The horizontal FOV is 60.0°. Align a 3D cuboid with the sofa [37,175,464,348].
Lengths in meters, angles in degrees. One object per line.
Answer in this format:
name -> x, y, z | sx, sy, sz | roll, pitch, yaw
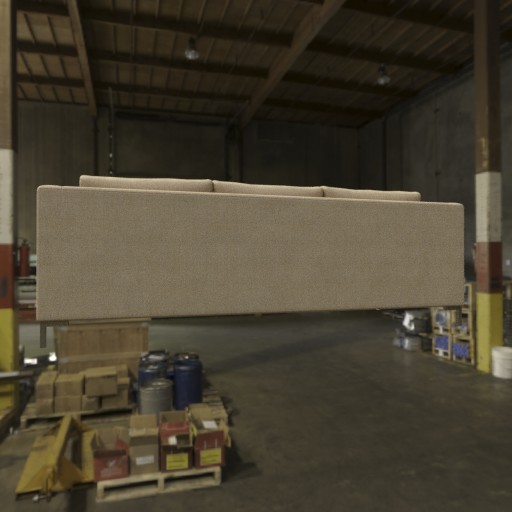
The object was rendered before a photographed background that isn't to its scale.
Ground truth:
sofa -> 0.000, 0.000, 2.859 | 2.415, 0.867, 0.969 | 0, 0, -17
